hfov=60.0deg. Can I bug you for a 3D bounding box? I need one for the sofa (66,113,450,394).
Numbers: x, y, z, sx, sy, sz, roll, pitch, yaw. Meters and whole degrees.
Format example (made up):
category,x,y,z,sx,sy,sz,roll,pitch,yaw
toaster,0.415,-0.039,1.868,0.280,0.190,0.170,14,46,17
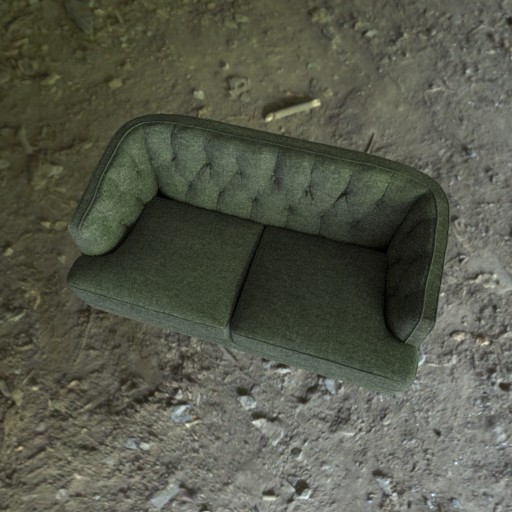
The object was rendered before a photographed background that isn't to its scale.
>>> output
category,x,y,z,sx,sy,sz,roll,pitch,yaw
sofa,0.000,0.000,2.310,1.733,0.855,0.941,15,60,9
